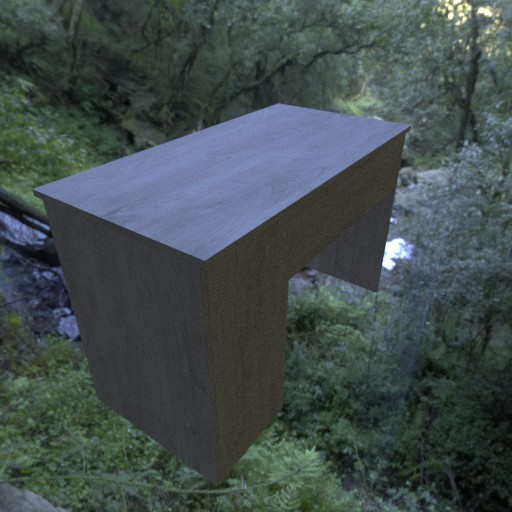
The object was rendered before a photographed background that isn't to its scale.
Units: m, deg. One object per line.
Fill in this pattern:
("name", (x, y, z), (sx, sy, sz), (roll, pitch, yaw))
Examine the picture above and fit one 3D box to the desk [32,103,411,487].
("desk", (0.000, 0.000, 1.517), (0.560, 0.735, 1.097), (21, 37, 30))
